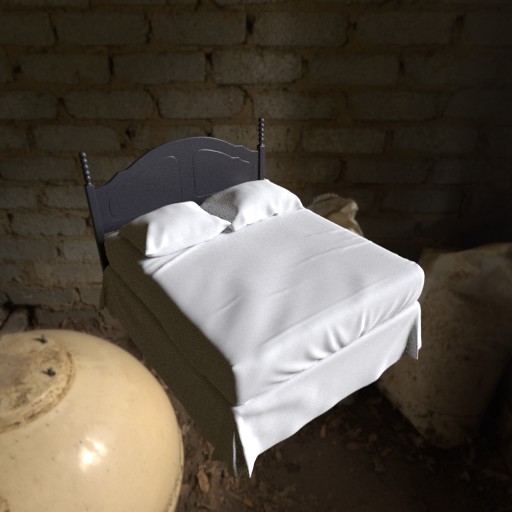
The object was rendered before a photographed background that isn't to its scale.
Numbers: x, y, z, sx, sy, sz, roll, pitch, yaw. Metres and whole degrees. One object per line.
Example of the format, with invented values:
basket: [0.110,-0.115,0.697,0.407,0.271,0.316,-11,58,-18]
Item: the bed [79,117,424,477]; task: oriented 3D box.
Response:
bed: [0.000,0.000,3.228,1.873,1.356,2.040,-21,37,-31]
